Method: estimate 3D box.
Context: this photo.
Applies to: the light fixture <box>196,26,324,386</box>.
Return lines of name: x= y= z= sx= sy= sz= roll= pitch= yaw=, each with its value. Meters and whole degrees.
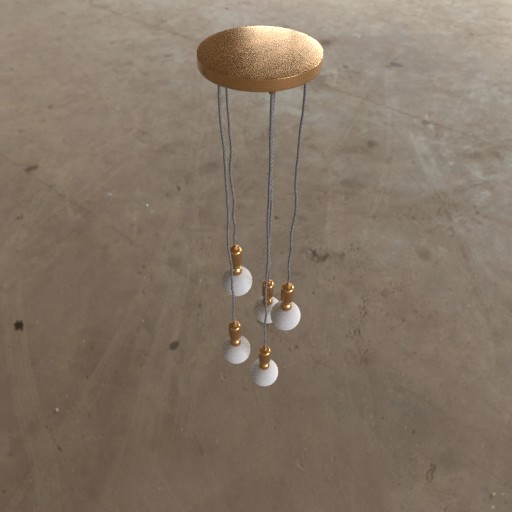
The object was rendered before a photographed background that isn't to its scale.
light fixture: x=0.000 y=0.000 z=0.503 sx=0.105 sy=0.457 sz=0.108 roll=-25 pitch=52 yaw=-21
